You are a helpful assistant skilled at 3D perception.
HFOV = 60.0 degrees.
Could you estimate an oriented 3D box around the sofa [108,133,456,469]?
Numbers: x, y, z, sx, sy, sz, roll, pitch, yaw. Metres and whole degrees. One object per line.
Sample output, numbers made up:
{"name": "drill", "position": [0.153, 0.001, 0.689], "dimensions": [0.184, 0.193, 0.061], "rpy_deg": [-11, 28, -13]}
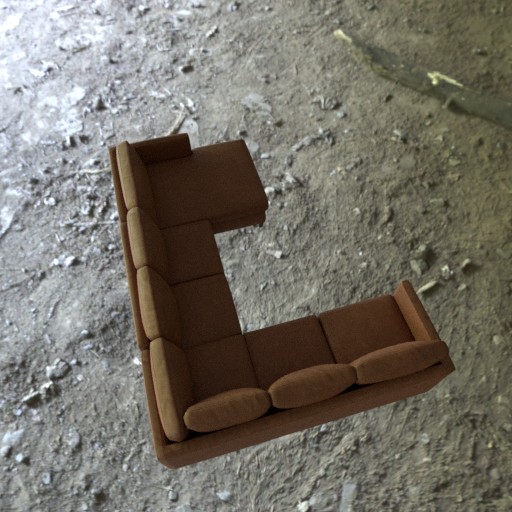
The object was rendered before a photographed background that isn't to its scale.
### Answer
{"name": "sofa", "position": [0.000, 0.000, 4.639], "dimensions": [2.593, 0.923, 3.460], "rpy_deg": [-14, 59, -8]}
